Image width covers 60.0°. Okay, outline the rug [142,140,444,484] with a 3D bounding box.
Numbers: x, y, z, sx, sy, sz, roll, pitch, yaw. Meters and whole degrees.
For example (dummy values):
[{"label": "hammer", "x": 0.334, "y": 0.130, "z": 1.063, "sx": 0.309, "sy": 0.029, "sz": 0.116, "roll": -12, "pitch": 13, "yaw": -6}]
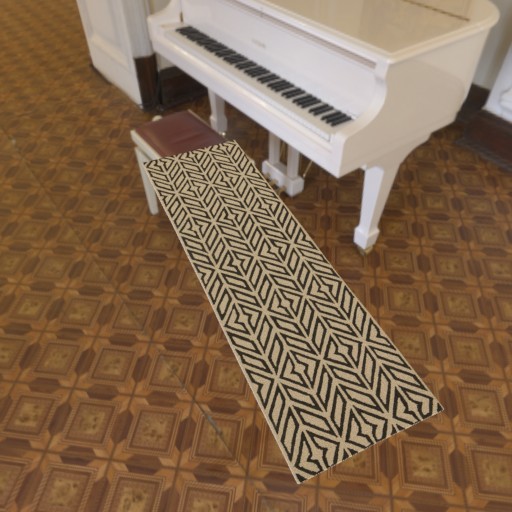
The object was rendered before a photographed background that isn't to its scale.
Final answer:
[{"label": "rug", "x": 0.000, "y": 0.000, "z": 2.647, "sx": 0.750, "sy": 0.009, "sz": 2.435, "roll": -19, "pitch": 49, "yaw": -17}]
